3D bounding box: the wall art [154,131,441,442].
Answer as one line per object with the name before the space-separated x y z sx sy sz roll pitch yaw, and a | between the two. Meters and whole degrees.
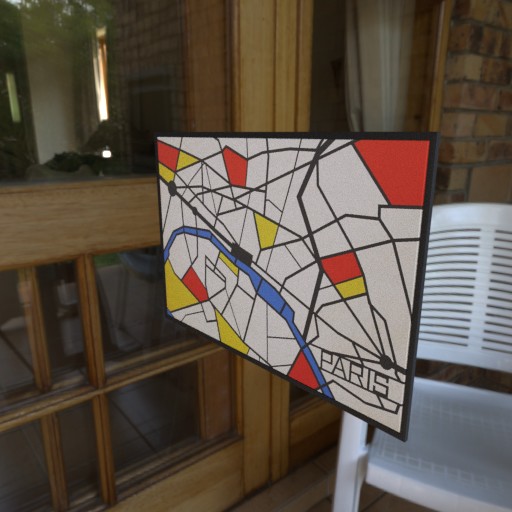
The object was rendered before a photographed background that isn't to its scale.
wall art | 0.000 0.000 1.232 0.013 0.665 0.963 -15 21 -42
